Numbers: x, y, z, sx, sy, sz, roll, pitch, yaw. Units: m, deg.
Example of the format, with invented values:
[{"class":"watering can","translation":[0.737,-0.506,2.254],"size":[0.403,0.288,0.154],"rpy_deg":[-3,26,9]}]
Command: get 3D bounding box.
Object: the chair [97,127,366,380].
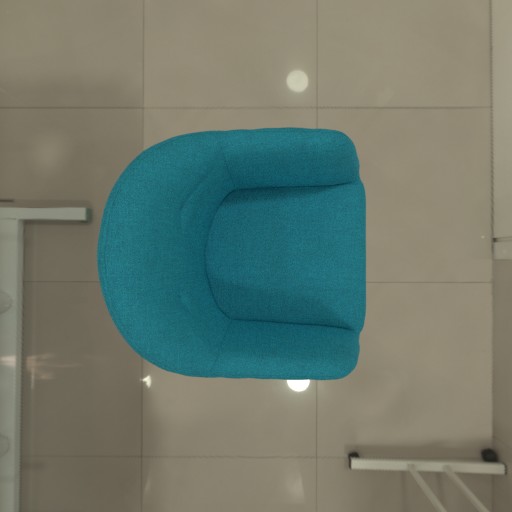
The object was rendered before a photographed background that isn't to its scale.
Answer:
[{"class":"chair","translation":[0.000,0.000,1.166],"size":[0.565,0.775,0.545],"rpy_deg":[0,90,0]}]
